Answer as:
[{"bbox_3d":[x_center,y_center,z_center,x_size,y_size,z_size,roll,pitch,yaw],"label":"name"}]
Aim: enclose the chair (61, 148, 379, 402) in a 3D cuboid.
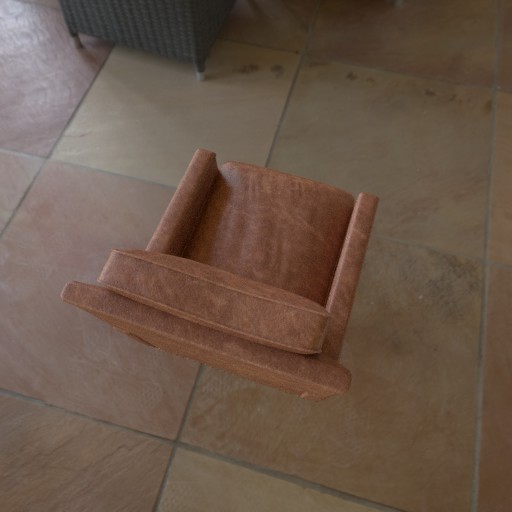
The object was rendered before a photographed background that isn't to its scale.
[{"bbox_3d":[0.000,0.000,1.823,0.854,1.054,1.035,17,65,8],"label":"chair"}]
